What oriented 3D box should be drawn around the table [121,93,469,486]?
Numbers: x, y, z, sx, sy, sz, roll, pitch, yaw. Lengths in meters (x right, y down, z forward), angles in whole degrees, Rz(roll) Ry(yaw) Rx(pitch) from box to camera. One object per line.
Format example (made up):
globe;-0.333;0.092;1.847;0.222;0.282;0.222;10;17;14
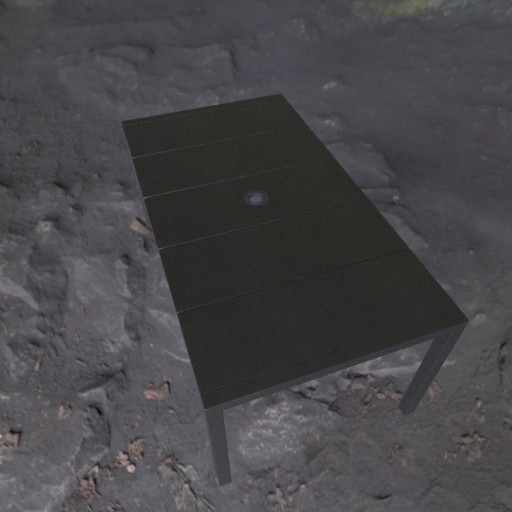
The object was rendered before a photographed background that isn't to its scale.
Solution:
table;0.000;0.000;2.178;0.914;0.735;1.680;-15;49;-13
